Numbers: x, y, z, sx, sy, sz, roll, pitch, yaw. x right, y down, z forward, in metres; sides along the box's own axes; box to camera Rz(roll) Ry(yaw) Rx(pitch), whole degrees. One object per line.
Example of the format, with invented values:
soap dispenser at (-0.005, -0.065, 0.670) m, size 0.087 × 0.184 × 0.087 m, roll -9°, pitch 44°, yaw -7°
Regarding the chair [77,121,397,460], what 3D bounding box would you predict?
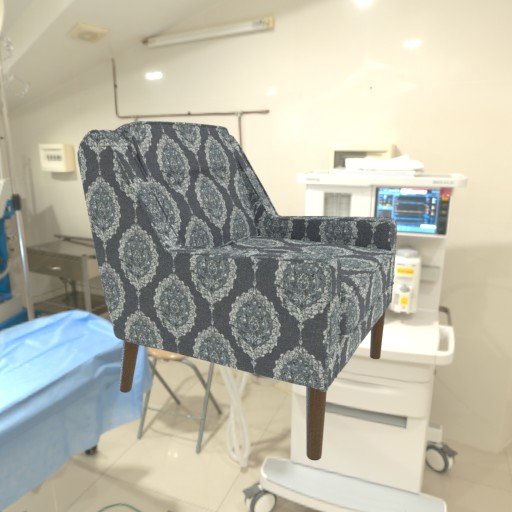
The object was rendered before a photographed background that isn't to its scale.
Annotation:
chair at (0.000, 0.000, 1.352) m, size 0.743 × 0.792 × 0.663 m, roll 8°, pitch 16°, yaw 28°
